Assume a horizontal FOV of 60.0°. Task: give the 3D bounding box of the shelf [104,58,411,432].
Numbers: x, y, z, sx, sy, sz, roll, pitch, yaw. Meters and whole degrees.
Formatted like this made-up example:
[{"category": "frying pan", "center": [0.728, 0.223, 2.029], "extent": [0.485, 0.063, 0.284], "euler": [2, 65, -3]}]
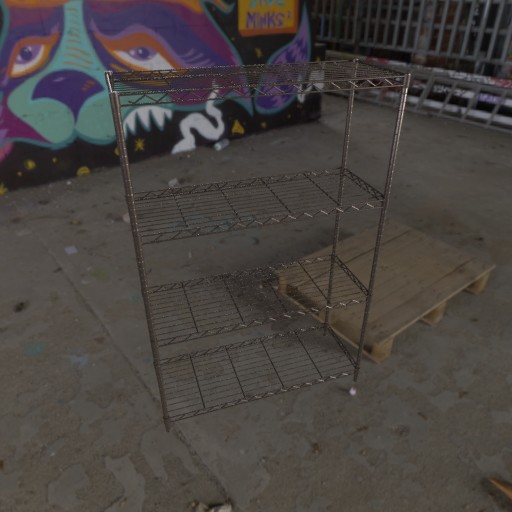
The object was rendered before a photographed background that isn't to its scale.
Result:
[{"category": "shelf", "center": [0.000, 0.000, 1.753], "extent": [0.907, 1.361, 0.352], "euler": [-10, 33, -15]}]
